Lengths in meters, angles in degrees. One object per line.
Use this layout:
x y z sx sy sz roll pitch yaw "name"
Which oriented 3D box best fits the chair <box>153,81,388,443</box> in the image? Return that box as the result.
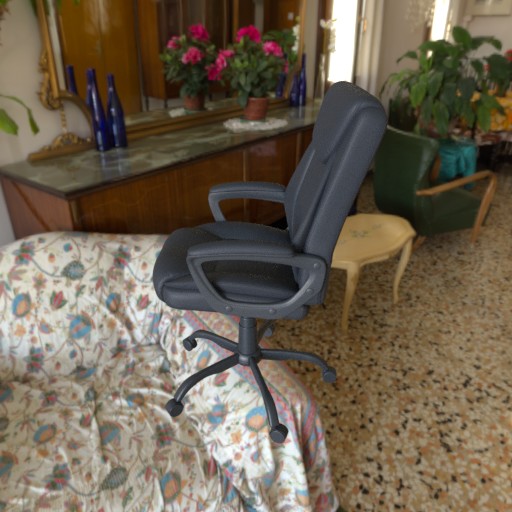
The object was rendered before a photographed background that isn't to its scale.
0.000 0.000 1.481 0.655 1.072 0.615 1 27 1 "chair"
